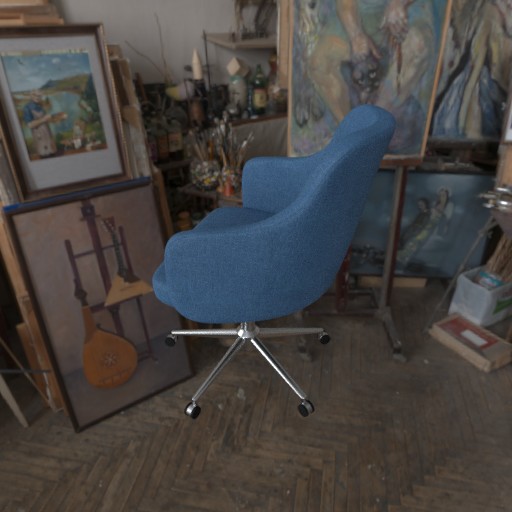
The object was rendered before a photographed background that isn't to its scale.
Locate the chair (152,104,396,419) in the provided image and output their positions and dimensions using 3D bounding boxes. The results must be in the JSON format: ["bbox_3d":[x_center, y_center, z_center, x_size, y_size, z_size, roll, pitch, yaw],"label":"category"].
[{"bbox_3d":[0.000,0.000,1.276,0.655,0.820,0.599,9,32,15],"label":"chair"}]
